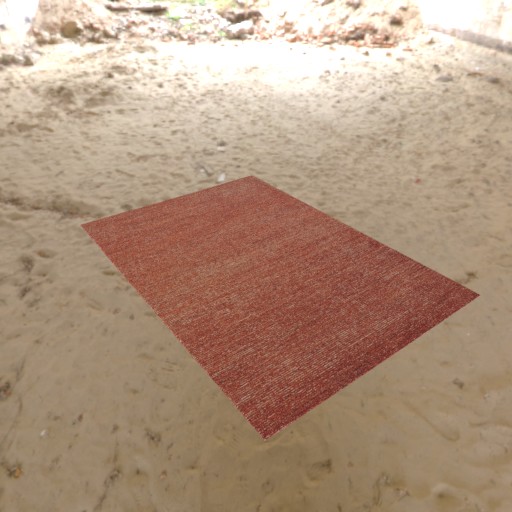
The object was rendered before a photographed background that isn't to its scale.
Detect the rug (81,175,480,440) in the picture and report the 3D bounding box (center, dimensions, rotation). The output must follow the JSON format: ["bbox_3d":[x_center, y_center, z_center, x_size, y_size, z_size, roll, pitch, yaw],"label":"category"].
[{"bbox_3d":[0.000,0.000,5.184,2.803,0.025,3.965,-22,39,-30],"label":"rug"}]
